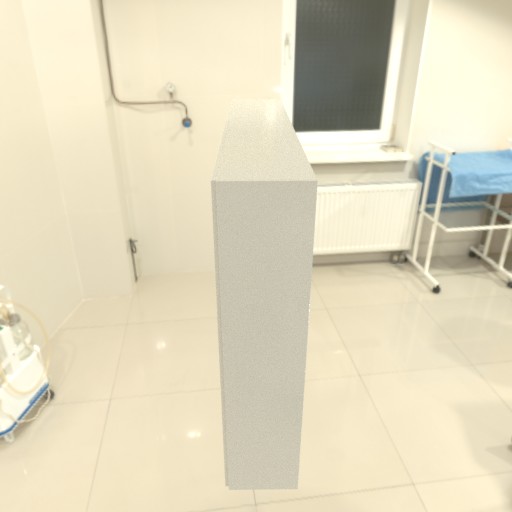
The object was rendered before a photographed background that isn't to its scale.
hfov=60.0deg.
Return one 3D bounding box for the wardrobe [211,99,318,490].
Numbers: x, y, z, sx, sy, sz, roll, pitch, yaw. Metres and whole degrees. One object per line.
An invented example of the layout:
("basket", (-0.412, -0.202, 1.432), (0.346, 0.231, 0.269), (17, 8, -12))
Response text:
("wardrobe", (0.000, 0.000, 4.087), (0.580, 2.360, 3.000), (0, 27, -1))
